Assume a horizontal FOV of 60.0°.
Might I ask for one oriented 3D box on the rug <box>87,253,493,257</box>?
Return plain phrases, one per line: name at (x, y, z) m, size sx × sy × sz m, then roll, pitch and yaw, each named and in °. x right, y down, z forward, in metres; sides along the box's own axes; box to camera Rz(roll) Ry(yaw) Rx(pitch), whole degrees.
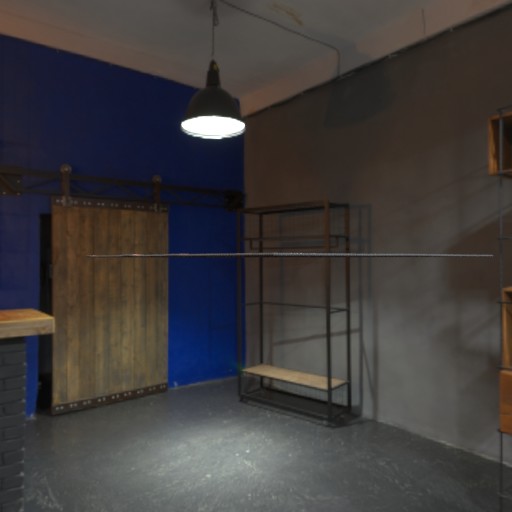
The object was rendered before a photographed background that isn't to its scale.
rug at (0.000, 0.000, 2.284) m, size 1.207 × 0.012 × 1.820 m, roll 0°, pitch 0°, yaw -36°
